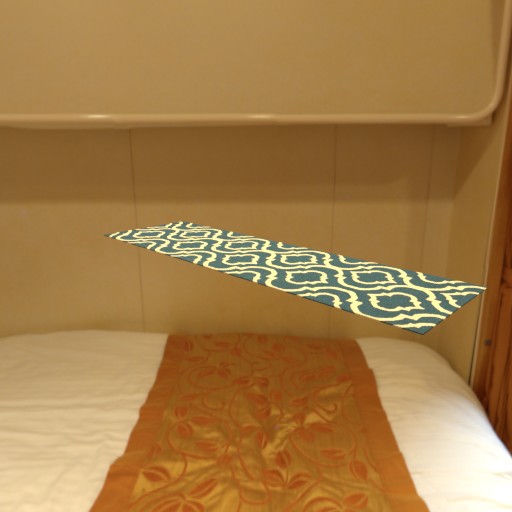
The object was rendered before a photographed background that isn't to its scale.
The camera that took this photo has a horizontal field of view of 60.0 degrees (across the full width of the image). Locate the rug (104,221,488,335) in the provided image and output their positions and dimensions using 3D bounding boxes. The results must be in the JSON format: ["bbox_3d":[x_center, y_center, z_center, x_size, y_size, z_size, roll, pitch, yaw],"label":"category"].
[{"bbox_3d":[0.000,0.000,2.567,2.296,0.006,0.685,14,21,42],"label":"rug"}]
